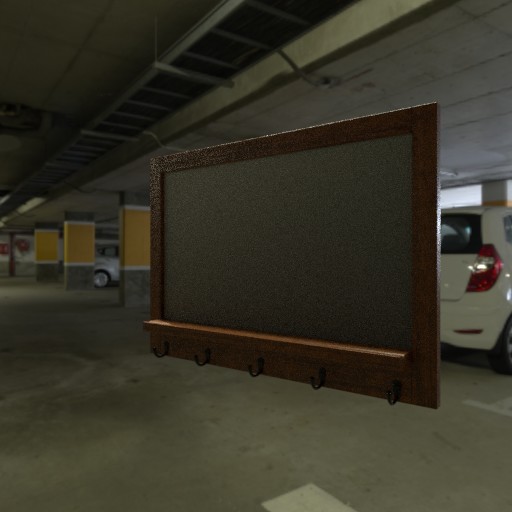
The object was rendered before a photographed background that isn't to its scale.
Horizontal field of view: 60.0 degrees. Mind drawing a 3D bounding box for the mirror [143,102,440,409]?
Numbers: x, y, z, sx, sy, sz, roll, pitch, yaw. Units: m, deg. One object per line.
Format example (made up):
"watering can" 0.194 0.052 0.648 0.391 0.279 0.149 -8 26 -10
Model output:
"mirror" 0.000 0.000 0.983 0.758 0.537 0.084 0 0 37
